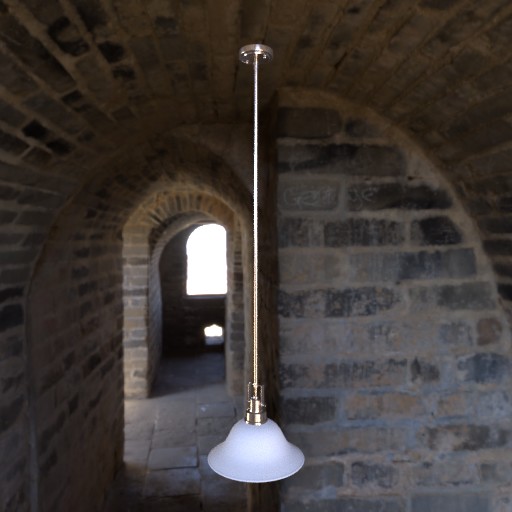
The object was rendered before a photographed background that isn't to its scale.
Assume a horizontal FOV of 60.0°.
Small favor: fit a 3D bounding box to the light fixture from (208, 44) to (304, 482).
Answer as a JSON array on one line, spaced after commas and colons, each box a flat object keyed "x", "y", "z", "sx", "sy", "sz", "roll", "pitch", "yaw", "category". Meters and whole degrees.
[{"x": 0.000, "y": 0.000, "z": 1.481, "sx": 0.324, "sy": 1.354, "sz": 0.324, "roll": 1, "pitch": 1, "yaw": 35, "category": "light fixture"}]
